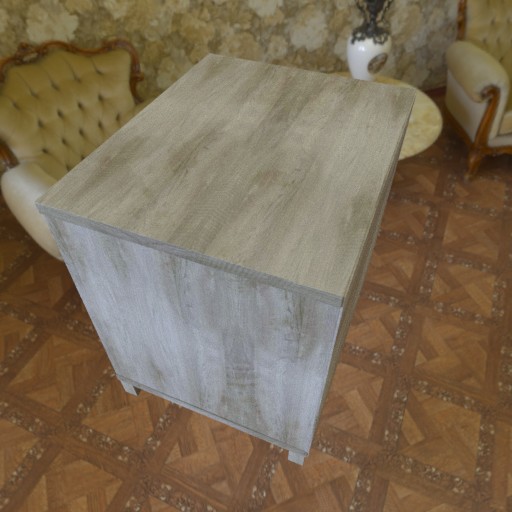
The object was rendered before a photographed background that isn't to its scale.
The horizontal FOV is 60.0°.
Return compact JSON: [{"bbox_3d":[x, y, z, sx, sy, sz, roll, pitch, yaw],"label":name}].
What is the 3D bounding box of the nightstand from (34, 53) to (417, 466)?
[{"bbox_3d":[0.000,0.000,0.734,0.347,0.448,0.427,17,49,15],"label":"nightstand"}]
